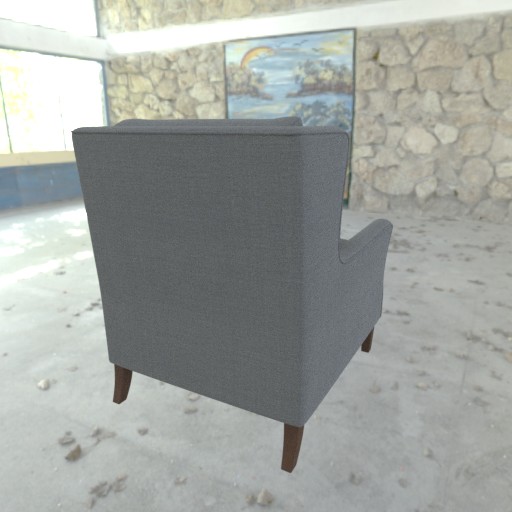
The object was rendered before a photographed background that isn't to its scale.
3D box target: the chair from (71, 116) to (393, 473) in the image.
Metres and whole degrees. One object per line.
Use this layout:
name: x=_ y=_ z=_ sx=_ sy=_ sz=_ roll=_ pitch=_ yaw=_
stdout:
chair: x=0.000 y=0.000 z=1.785 sx=0.866 sy=1.056 sz=1.040 roll=9 pitch=18 yaw=28
